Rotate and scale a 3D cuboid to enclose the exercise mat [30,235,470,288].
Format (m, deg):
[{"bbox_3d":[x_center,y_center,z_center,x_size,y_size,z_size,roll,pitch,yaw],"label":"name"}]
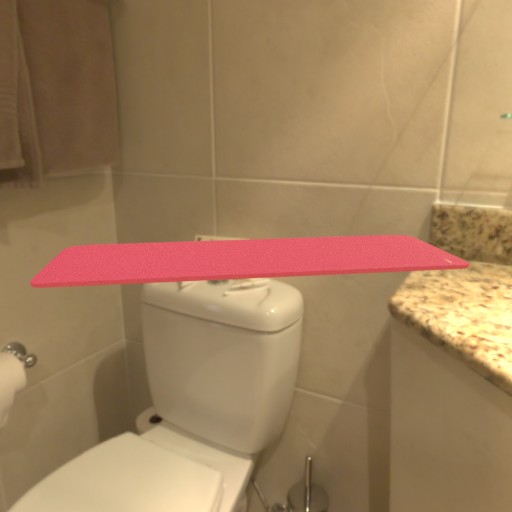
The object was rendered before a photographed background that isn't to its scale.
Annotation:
[{"bbox_3d":[0.000,0.000,2.122,1.884,0.021,0.616,-2,15,-8],"label":"exercise mat"}]
